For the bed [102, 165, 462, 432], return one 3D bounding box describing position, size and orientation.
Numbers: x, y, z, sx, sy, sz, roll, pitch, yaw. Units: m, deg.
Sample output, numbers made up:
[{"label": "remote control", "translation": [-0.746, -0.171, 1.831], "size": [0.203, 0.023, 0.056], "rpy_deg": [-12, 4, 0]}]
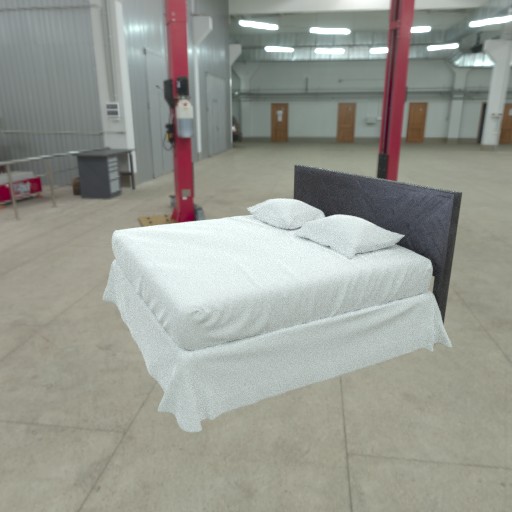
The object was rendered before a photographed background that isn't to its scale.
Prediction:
[{"label": "bed", "translation": [0.000, 0.000, 3.570], "size": [2.165, 1.158, 2.255], "rpy_deg": [-9, 20, -26]}]
